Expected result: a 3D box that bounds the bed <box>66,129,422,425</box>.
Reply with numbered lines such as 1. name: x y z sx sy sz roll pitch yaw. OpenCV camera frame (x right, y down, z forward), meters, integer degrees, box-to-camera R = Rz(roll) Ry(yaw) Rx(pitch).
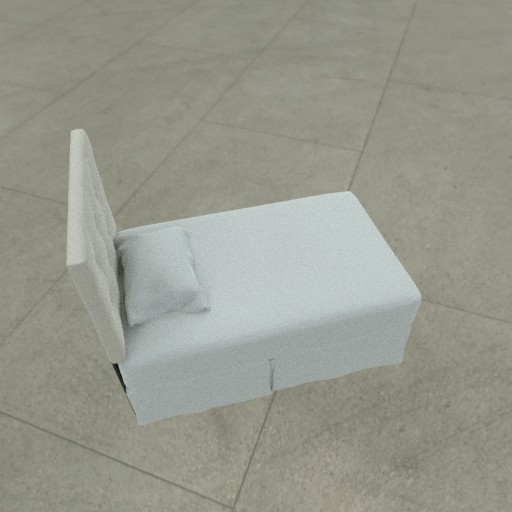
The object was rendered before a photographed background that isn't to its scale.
1. bed: 0.000 0.000 2.981 1.997 1.571 1.261 -11 47 -10
